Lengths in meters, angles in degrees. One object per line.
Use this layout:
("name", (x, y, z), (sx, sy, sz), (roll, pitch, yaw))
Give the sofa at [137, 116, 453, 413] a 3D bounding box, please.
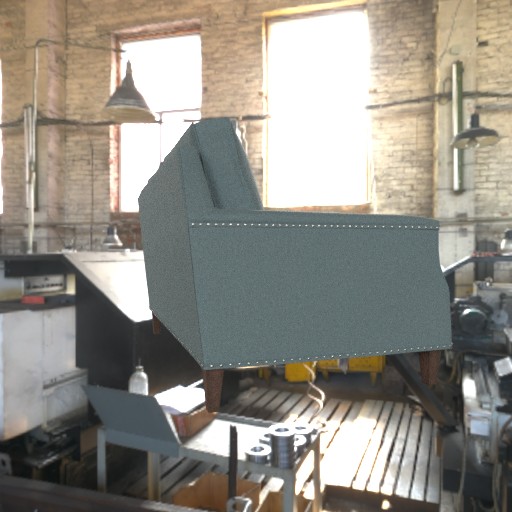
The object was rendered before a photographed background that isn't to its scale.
("sofa", (0.000, 0.000, 2.273), (1.084, 1.003, 1.597), (0, 1, -20))
